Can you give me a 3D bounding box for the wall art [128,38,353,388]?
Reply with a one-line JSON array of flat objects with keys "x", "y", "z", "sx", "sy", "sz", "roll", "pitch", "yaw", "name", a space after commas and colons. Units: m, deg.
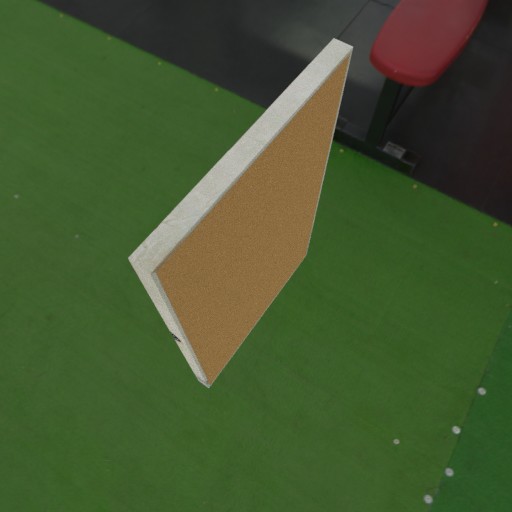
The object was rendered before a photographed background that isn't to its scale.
[{"x": 0.000, "y": 0.000, "z": 0.989, "sx": 0.038, "sy": 0.764, "sz": 0.508, "roll": 32, "pitch": 68, "yaw": 15, "name": "wall art"}]
